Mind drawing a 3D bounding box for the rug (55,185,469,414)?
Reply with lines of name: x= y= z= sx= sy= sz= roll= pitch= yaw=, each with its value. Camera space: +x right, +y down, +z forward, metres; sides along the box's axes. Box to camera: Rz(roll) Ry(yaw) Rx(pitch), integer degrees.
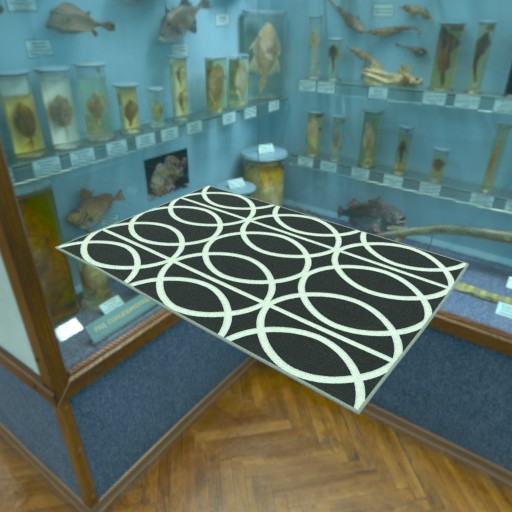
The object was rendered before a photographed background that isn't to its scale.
rug: x=0.000 y=0.000 z=2.918 sx=2.290 sy=0.014 sz=1.526 roll=21 pitch=36 yaw=33
